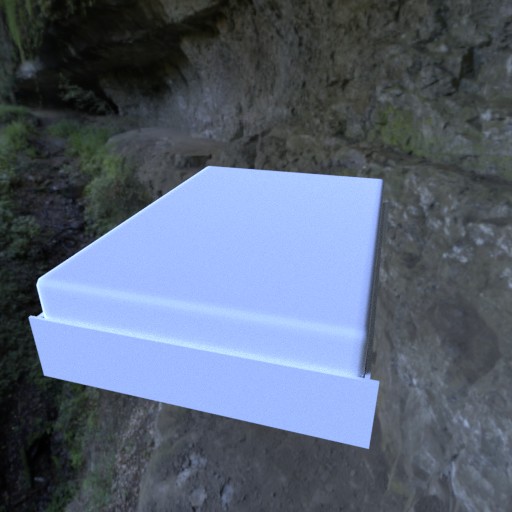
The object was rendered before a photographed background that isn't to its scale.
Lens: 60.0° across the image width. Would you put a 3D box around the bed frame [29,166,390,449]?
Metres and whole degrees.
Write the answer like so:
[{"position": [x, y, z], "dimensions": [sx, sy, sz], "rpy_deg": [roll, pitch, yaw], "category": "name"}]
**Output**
[{"position": [0.000, 0.000, 2.569], "dimensions": [1.445, 0.497, 1.945], "rpy_deg": [7, 27, 15], "category": "bed frame"}]
